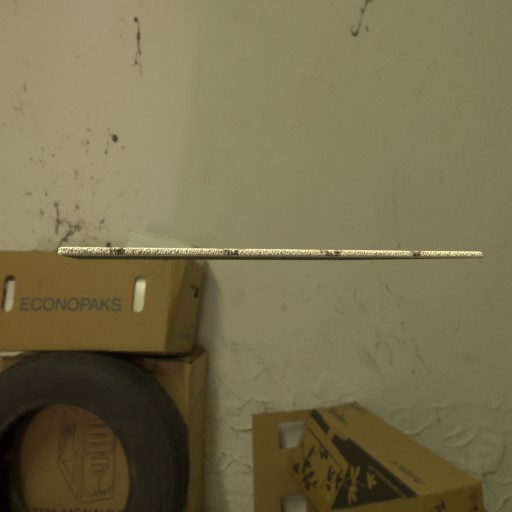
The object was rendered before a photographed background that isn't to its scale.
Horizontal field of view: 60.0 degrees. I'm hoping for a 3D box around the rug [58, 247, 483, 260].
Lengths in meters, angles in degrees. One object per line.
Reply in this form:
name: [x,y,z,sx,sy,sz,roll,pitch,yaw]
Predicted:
rug: [0.000,0.000,2.296,1.778,0.030,1.219,0,-1,-19]
